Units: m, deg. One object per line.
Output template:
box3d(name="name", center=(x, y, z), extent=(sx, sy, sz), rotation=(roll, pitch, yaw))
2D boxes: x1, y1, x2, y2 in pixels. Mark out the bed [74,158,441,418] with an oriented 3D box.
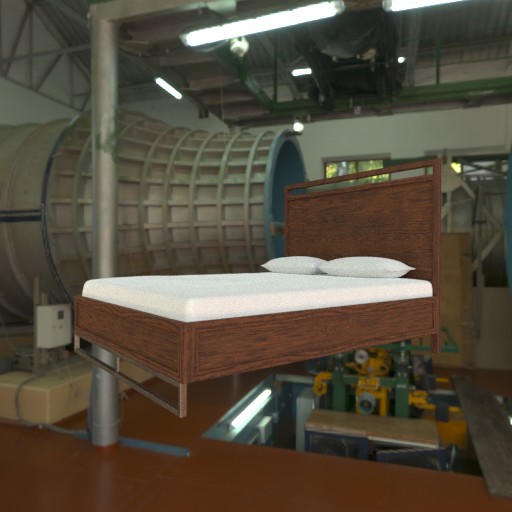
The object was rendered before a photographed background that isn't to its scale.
box3d(name="bed", center=(0.000, 0.000, 3.416), extent=(2.218, 1.487, 1.765), rotation=(0, 0, -37))
